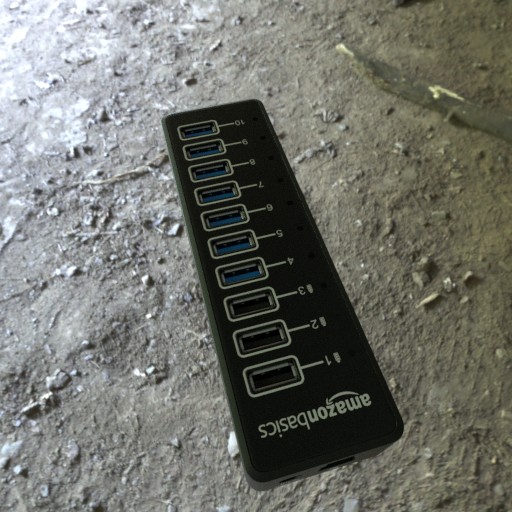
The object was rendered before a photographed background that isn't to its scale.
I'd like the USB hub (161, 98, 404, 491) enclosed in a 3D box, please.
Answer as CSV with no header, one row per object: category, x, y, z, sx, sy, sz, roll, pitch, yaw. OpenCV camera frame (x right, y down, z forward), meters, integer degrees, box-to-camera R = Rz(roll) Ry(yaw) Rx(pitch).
USB hub,0.000,0.000,0.160,0.044,0.023,0.145,-13,58,-8
